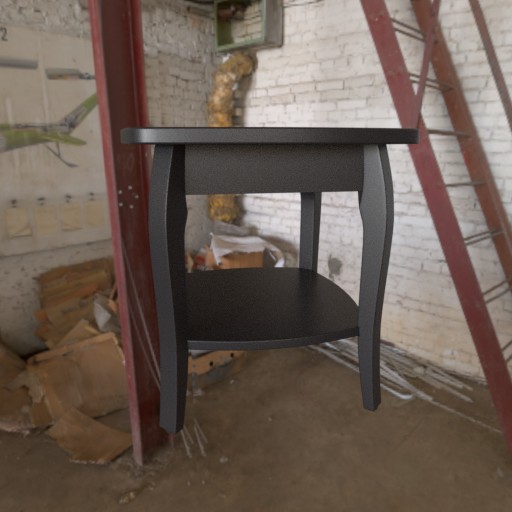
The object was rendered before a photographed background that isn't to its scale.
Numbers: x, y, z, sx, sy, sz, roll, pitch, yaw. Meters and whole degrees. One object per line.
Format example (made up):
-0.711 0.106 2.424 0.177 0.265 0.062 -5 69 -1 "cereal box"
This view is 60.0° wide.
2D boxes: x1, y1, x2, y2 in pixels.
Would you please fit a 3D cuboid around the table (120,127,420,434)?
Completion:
0.000 0.000 0.843 0.457 0.457 0.508 -3 15 -10 "table"
